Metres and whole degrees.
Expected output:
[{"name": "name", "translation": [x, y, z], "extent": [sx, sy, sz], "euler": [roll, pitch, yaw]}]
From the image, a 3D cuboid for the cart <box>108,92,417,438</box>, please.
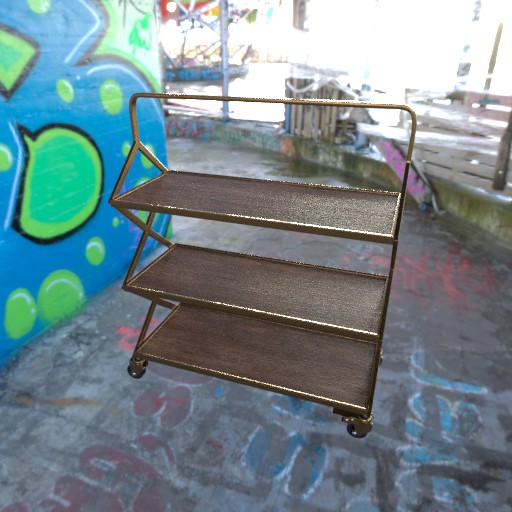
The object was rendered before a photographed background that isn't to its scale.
[{"name": "cart", "translation": [0.000, 0.000, 1.187], "extent": [0.723, 0.805, 0.313], "euler": [9, 28, 17]}]
